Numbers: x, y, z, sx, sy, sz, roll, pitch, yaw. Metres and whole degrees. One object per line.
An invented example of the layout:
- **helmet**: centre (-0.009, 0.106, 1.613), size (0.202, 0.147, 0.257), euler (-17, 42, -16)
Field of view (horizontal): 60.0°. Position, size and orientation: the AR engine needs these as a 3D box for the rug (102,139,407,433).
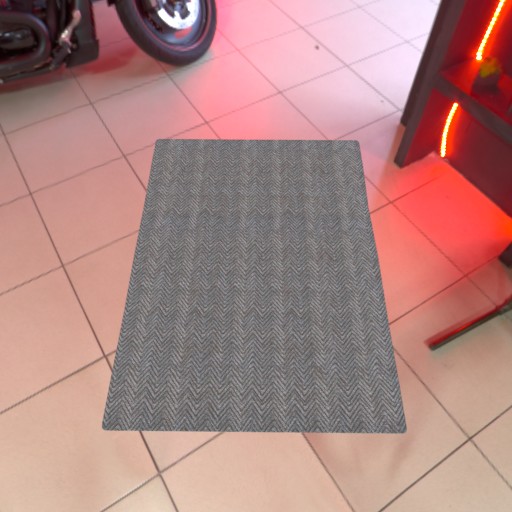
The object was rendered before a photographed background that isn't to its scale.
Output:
- **rug**: centre (0.000, 0.000, 5.257), size (2.894, 0.011, 3.957), euler (0, 57, 0)
